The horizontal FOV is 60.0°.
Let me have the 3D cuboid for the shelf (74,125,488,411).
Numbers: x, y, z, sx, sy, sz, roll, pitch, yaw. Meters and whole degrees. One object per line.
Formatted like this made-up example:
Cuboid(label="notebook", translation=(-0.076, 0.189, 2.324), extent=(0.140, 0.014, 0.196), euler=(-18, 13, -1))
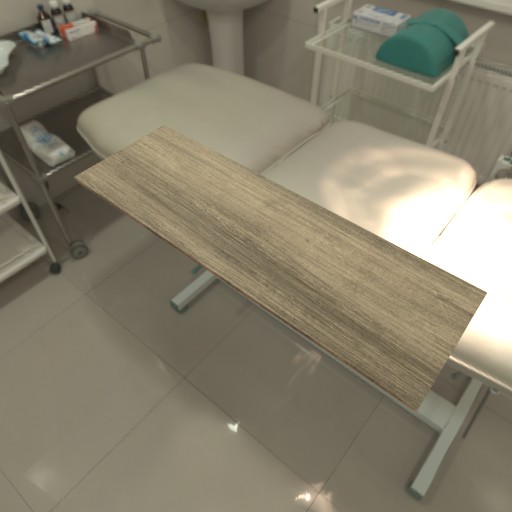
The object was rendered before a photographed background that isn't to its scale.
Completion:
Cuboid(label="shelf", translation=(0.000, 0.000, 0.695), extent=(0.610, 0.125, 0.200), euler=(32, 56, 25))
